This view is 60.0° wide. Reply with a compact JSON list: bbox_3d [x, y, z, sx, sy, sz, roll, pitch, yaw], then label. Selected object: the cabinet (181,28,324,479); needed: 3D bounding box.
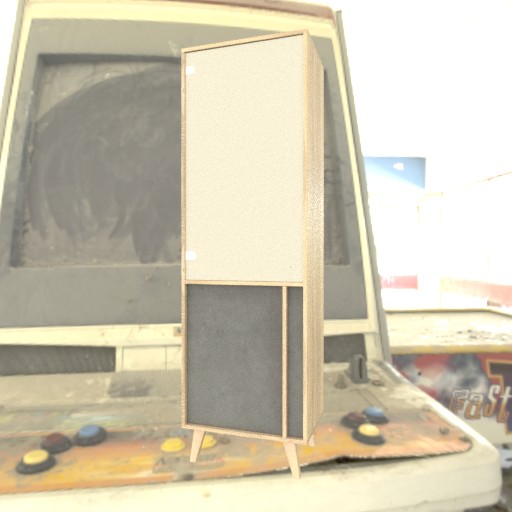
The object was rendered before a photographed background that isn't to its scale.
[{"bbox_3d":[0.000,0.000,2.082,0.570,1.850,0.400,0,0,18],"label":"cabinet"}]
